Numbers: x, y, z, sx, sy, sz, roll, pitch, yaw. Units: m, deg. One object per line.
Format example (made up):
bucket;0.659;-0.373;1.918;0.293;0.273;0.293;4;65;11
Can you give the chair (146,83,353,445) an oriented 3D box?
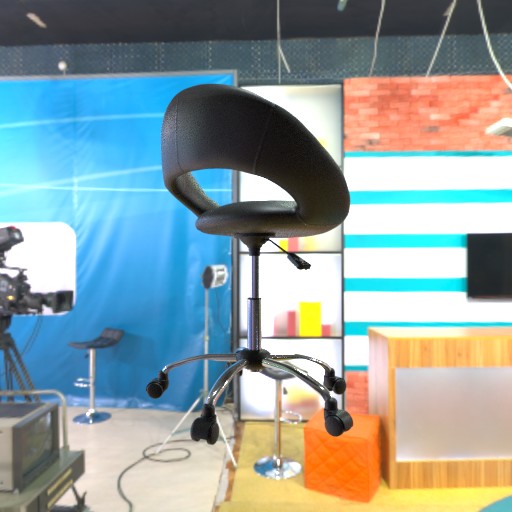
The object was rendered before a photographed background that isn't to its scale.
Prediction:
chair;0.000;0.000;1.194;0.538;0.791;0.612;1;-1;-37
